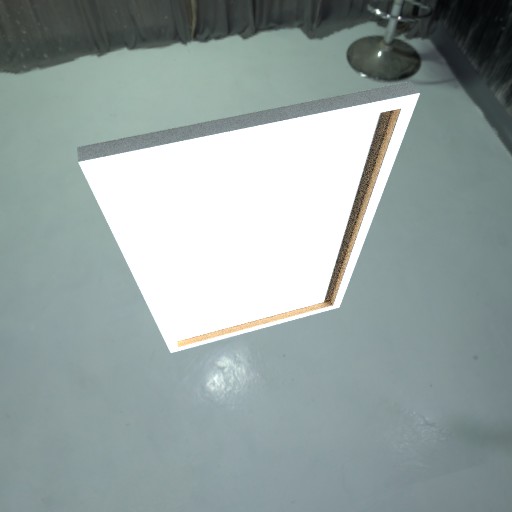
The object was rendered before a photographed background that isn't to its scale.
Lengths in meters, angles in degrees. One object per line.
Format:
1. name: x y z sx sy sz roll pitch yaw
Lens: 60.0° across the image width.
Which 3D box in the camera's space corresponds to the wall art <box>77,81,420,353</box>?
1. wall art: 0.000 0.000 1.157 0.607 0.912 0.038 -14 59 -8
